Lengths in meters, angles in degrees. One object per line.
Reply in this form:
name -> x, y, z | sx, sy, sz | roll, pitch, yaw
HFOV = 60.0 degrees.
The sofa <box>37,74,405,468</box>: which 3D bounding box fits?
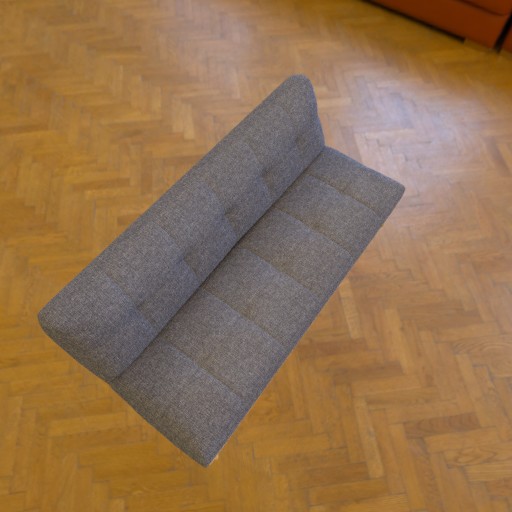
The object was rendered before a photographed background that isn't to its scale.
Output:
sofa -> 0.000, 0.000, 2.244 | 0.820, 0.770, 1.820 | 33, 65, 17
